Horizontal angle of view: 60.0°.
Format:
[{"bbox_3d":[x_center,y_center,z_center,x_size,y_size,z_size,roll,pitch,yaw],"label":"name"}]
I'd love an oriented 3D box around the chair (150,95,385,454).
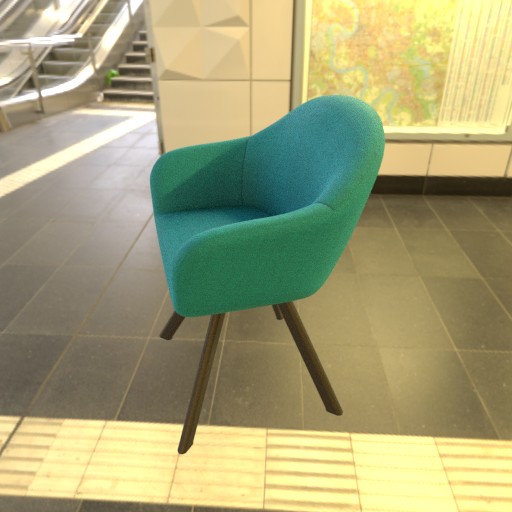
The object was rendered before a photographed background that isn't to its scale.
[{"bbox_3d":[0.000,0.000,1.191,0.550,0.795,0.590,-8,30,-14],"label":"chair"}]
